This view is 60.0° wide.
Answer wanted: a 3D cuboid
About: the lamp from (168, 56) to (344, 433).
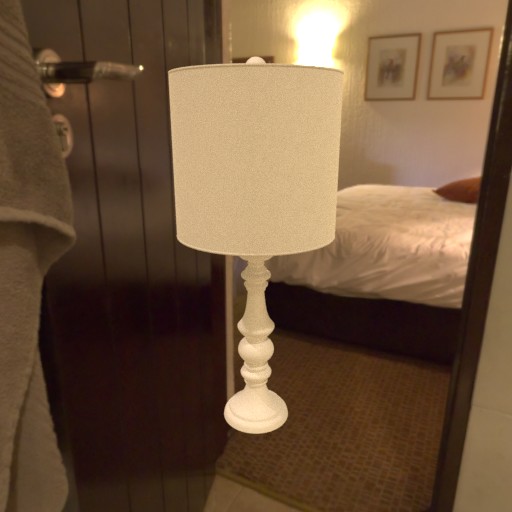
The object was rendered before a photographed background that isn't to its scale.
[{"bbox_3d":[0.000,0.000,0.723,0.250,0.597,0.250,-3,17,-9],"label":"lamp"}]
